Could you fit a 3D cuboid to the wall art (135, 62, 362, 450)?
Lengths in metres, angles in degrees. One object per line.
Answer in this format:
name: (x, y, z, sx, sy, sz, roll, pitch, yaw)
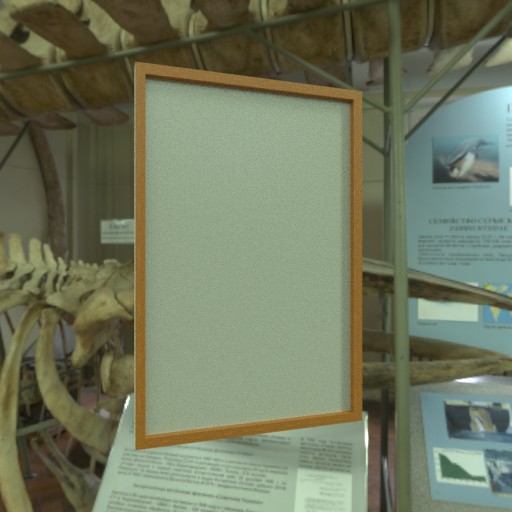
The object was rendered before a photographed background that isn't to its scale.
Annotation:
wall art: (0.000, 0.000, 0.767, 0.405, 0.608, 0.025, 0, 0, -18)
